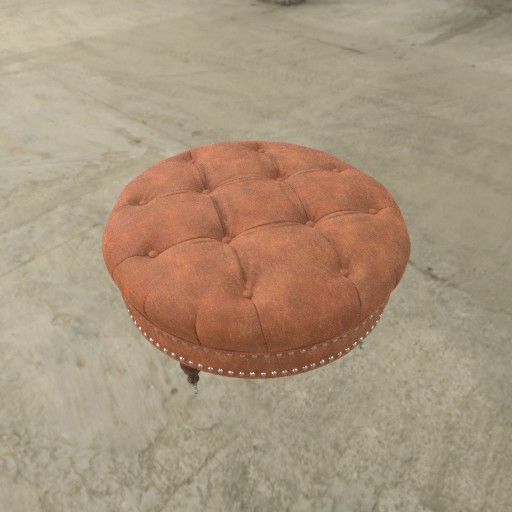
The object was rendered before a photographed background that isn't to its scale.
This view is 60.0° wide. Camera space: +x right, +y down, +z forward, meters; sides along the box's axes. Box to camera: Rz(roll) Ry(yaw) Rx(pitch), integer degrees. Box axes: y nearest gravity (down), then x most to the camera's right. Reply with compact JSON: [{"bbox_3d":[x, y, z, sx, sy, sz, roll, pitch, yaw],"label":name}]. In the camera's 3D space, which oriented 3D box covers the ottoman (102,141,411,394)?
[{"bbox_3d":[0.000,0.000,1.413,0.901,0.444,0.901,0,41,0],"label":"ottoman"}]
